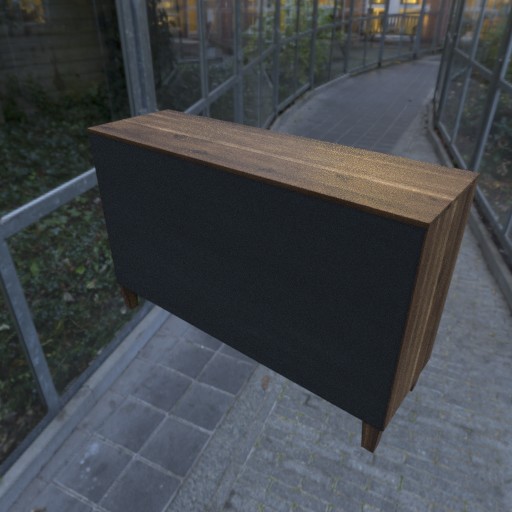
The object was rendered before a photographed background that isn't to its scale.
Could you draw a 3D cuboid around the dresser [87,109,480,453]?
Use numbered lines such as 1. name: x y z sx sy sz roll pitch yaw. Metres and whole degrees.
1. dresser: 0.000 0.000 1.790 1.387 0.892 0.438 22 37 32
